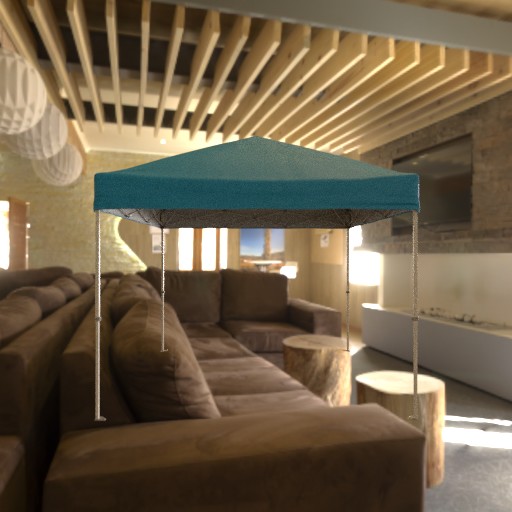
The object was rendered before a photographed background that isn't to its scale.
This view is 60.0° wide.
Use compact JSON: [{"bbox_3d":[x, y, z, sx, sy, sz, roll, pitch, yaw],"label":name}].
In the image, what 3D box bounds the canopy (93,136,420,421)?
[{"bbox_3d":[0.000,0.000,5.530,2.998,2.997,2.996,0,0,0],"label":"canopy"}]
